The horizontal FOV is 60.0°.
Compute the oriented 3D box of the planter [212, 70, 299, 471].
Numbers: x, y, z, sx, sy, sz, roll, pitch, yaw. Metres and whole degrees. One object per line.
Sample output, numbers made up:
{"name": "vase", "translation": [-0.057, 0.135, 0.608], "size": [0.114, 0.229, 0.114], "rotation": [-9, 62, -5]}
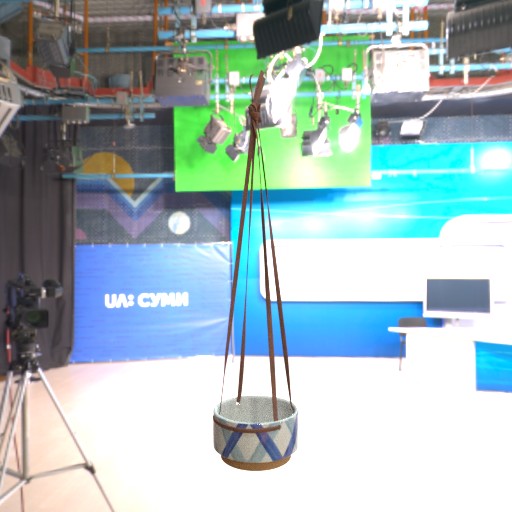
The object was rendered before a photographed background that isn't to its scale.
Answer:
{"name": "planter", "translation": [0.000, 0.000, 0.840], "size": [0.166, 0.751, 0.166], "rotation": [0, 0, -35]}
